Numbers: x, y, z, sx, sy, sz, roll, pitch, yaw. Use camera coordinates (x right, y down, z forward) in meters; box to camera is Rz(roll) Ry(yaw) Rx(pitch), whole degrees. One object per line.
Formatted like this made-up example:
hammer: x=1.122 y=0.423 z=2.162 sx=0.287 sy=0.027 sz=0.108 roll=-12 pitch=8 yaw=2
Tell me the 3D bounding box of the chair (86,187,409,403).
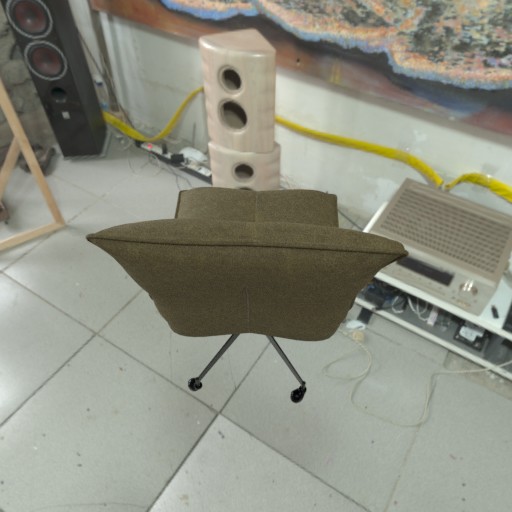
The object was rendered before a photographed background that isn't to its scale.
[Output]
chair: x=0.000 y=0.000 z=1.324 sx=0.597 sy=0.811 sz=0.696 roll=2 pitch=48 yaw=2
